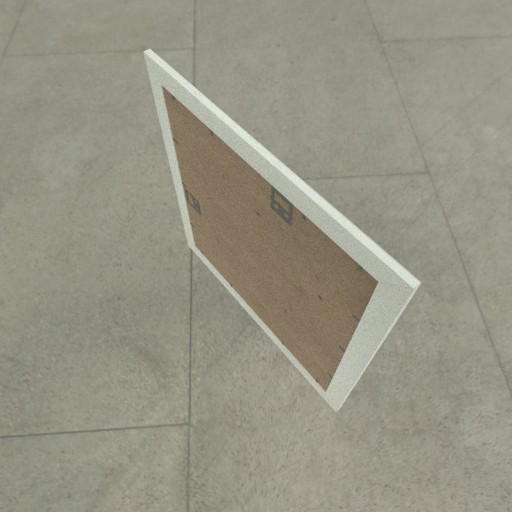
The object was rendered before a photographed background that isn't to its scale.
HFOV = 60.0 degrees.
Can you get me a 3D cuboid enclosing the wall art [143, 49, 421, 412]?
[{"bbox_3d":[0.000,0.000,0.876,0.013,0.584,0.584,-35,64,-20],"label":"wall art"}]
